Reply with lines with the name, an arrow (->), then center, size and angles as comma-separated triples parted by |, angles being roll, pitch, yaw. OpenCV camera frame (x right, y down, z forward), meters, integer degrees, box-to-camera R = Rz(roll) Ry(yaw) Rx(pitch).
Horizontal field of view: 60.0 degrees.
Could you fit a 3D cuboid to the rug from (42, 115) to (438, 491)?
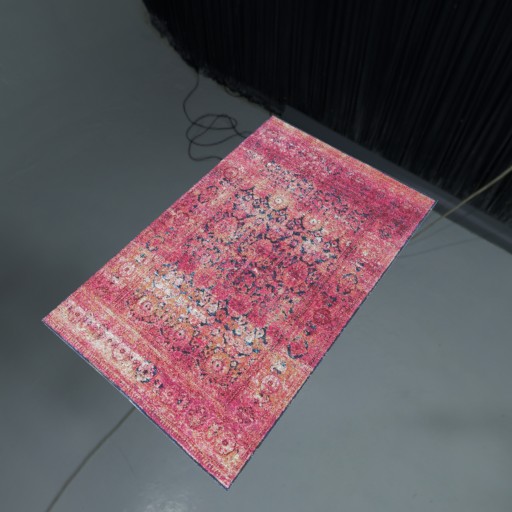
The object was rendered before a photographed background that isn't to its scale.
rug -> 0.000, 0.000, 3.050 | 1.539, 0.018, 2.449 | 34, 64, 19
